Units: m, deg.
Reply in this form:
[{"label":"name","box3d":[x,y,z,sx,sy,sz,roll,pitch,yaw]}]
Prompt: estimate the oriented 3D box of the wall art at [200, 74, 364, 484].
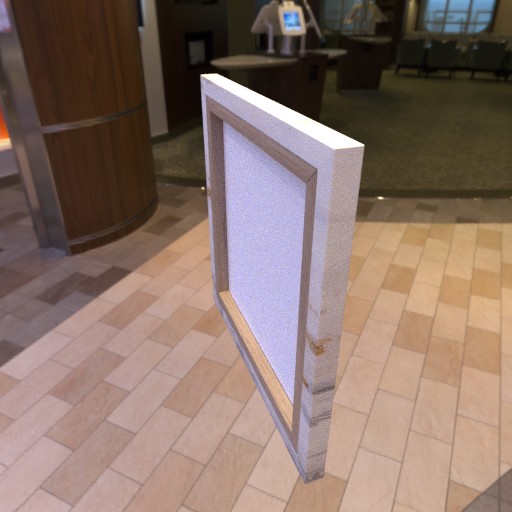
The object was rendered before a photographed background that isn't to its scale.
[{"label":"wall art","box3d":[0.000,0.000,0.899,0.040,0.613,0.611,-10,31,-18]}]
